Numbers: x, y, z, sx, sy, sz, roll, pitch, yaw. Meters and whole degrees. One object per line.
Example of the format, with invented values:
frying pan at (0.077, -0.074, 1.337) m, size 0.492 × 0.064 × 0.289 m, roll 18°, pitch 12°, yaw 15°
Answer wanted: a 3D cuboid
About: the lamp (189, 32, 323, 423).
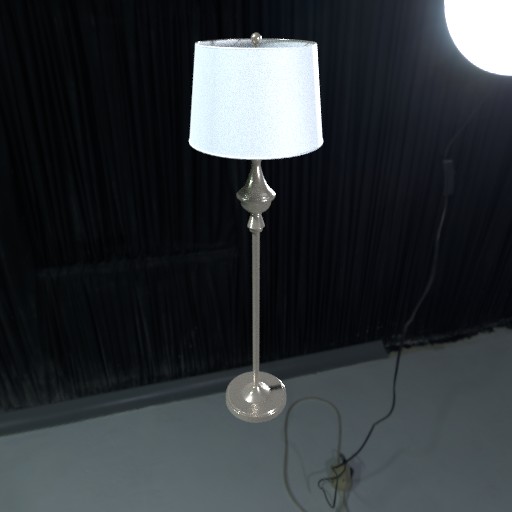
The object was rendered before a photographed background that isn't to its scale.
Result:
lamp at (0.000, 0.000, 1.651) m, size 0.431 × 1.488 × 0.431 m, roll 0°, pitch 30°, yaw 0°
